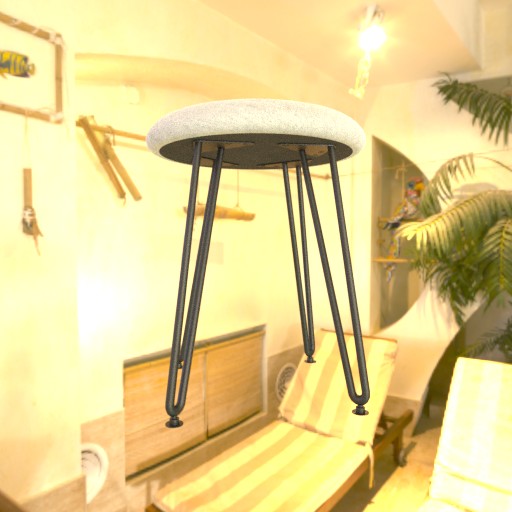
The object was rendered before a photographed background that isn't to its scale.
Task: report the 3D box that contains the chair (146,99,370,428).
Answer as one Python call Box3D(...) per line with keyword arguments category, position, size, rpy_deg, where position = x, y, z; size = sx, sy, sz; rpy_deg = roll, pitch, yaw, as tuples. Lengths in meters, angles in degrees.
Box3D(category="chair", position=(0.000, 0.000, 0.646), size=(0.350, 0.386, 0.350), rpy_deg=(2, 3, 36))
